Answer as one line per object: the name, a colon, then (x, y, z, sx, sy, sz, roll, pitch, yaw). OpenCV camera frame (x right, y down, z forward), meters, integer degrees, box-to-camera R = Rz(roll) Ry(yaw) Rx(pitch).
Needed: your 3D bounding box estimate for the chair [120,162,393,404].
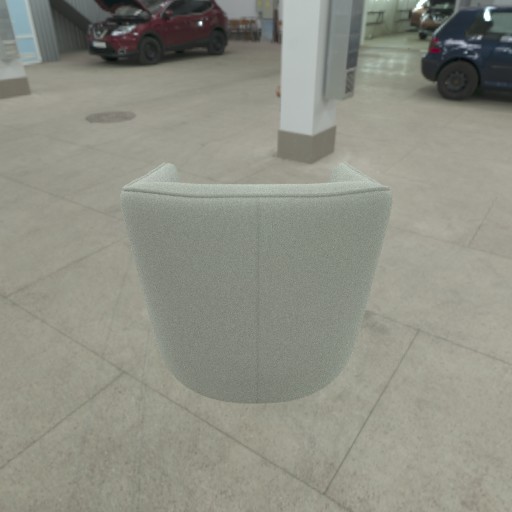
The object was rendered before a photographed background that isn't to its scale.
chair: (0.000, 0.000, 1.450, 0.747, 0.799, 0.875, 0, 30, 0)
